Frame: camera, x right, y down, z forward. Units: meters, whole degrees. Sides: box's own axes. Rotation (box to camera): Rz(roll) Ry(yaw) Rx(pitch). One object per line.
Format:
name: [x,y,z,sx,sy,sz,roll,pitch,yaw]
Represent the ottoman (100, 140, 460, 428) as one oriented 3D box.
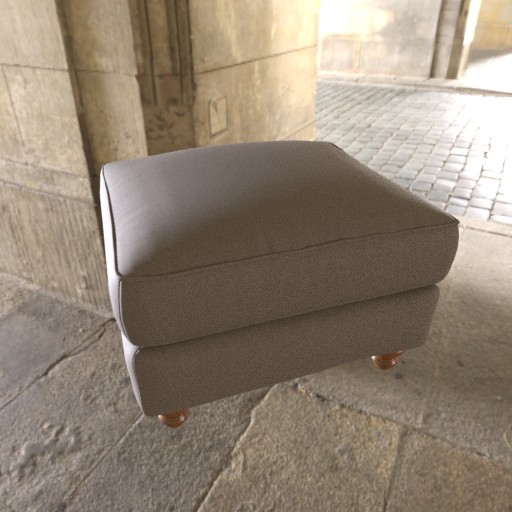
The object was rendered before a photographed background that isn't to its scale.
ottoman: [0.000,0.000,1.156,0.721,0.505,0.662,-10,32,-16]
